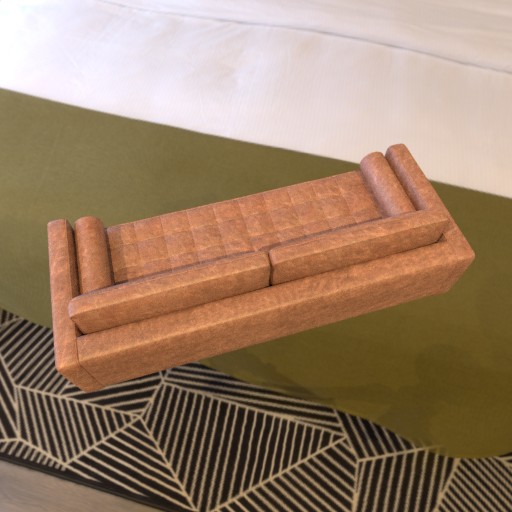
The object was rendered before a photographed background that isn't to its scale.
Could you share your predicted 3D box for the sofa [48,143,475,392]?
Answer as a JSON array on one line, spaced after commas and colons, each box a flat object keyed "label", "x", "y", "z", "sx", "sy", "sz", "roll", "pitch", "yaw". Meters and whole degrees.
[{"label": "sofa", "x": 0.000, "y": 0.000, "z": 2.591, "sx": 2.210, "sy": 0.762, "sz": 0.914, "roll": -14, "pitch": 60, "yaw": -8}]
